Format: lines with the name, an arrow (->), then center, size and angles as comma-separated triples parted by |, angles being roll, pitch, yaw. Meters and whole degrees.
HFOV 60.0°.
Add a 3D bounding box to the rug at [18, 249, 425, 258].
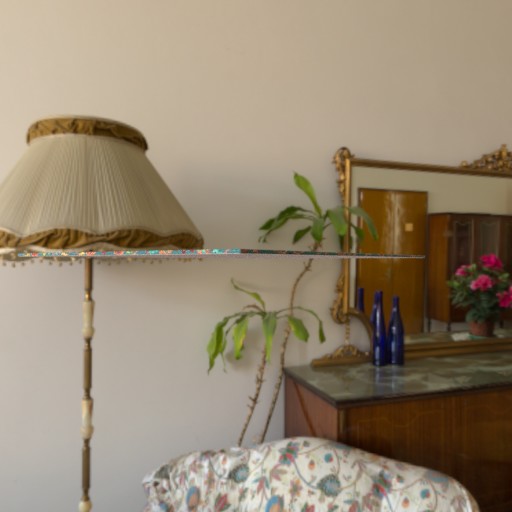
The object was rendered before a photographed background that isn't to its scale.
rug -> 0.000, 0.000, 2.300 | 1.216, 0.014, 1.836 | 0, -1, 36
